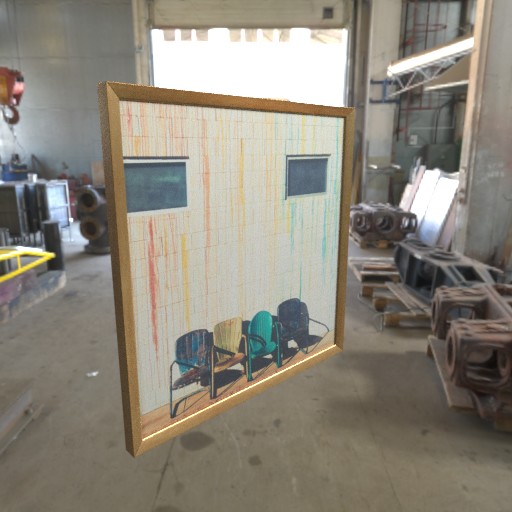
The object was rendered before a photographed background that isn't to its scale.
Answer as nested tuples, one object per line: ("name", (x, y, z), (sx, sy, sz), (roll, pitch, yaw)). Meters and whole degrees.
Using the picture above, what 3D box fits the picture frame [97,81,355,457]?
("picture frame", (0.000, 0.000, 1.130), (0.758, 0.761, 0.037), (-13, 18, -42))
